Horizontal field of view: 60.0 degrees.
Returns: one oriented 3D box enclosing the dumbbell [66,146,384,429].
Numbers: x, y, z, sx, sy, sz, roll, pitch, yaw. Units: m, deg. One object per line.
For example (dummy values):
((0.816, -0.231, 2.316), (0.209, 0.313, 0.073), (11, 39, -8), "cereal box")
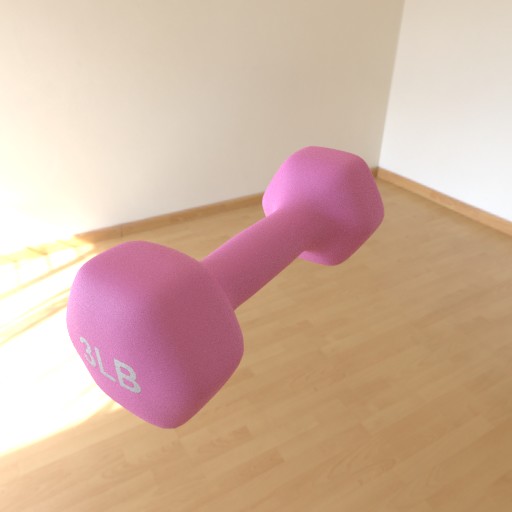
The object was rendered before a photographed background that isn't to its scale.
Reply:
((0.000, 0.000, 0.190), (0.064, 0.058, 0.159), (20, 37, 30), "dumbbell")
